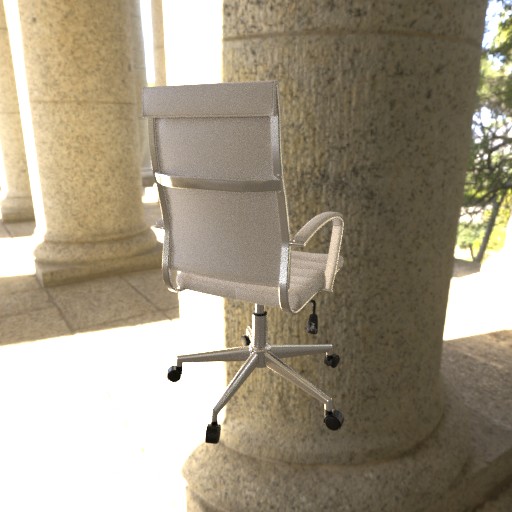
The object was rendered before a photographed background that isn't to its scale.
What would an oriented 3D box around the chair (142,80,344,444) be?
[{"bbox_3d":[0.000,0.000,1.650,0.766,1.149,0.739,8,18,26],"label":"chair"}]
